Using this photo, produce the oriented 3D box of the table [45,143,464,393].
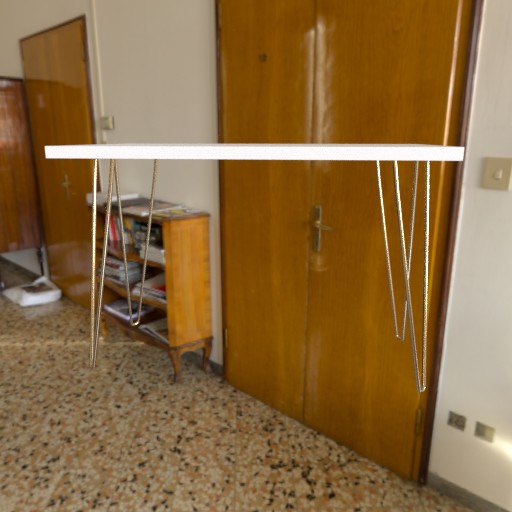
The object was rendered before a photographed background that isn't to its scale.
[{"bbox_3d":[0.000,0.000,1.358,0.991,0.660,0.498,2,15,7],"label":"table"}]
